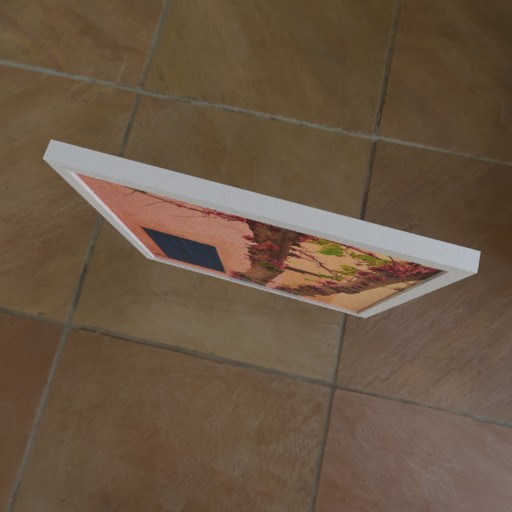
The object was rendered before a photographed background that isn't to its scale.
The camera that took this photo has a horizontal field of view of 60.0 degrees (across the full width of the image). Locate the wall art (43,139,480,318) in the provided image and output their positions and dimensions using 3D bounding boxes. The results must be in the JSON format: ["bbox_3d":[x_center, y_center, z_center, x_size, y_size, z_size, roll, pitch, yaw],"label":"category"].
[{"bbox_3d":[0.000,0.000,1.125,0.762,0.762,0.038,15,77,4],"label":"wall art"}]
